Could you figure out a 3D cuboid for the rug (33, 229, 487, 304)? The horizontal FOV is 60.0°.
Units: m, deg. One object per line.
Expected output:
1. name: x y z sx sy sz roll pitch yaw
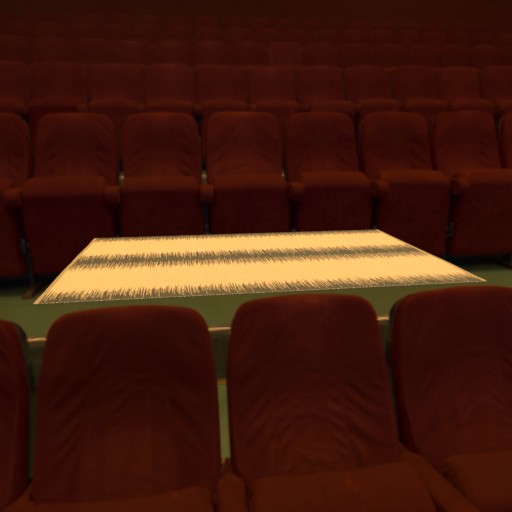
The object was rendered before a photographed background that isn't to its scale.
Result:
1. rug: 0.000 0.000 3.077 2.453 0.003 1.519 -2 15 -8
